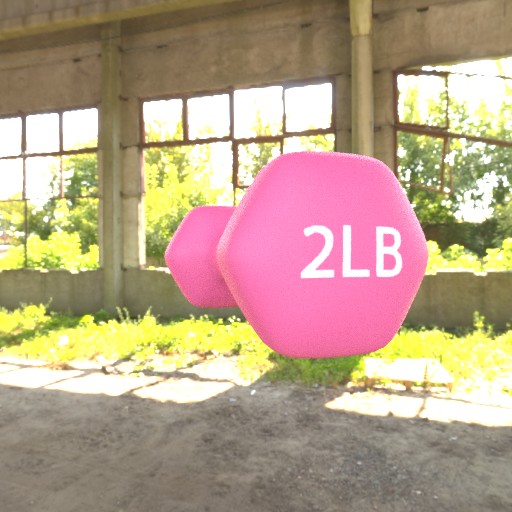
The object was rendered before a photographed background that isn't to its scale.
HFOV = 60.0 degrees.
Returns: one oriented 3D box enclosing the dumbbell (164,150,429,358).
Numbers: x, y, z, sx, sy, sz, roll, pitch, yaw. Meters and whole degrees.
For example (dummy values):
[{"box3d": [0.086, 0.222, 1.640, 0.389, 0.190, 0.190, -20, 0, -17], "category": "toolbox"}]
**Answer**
[{"box3d": [0.000, 0.000, 0.174, 0.058, 0.053, 0.146, 0, 0, -17], "category": "dumbbell"}]
